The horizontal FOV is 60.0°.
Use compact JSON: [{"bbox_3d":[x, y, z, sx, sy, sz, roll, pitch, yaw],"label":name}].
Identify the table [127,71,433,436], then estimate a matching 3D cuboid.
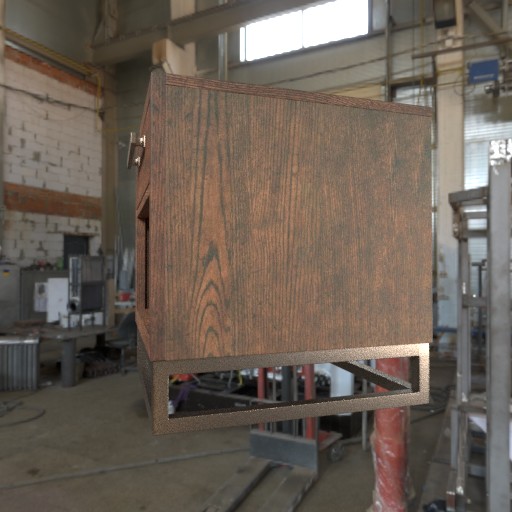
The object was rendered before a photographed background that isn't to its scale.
[{"bbox_3d":[0.000,0.000,1.022,0.566,0.582,0.506,0,-1,-18],"label":"table"}]
